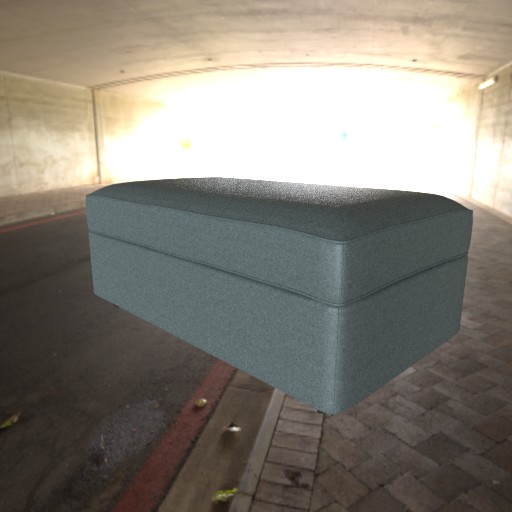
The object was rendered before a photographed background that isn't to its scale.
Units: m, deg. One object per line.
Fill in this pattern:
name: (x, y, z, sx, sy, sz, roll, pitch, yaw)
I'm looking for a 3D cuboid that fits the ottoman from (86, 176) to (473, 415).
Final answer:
ottoman: (0.000, 0.000, 1.515, 0.681, 0.494, 1.173, -13, 19, -43)
